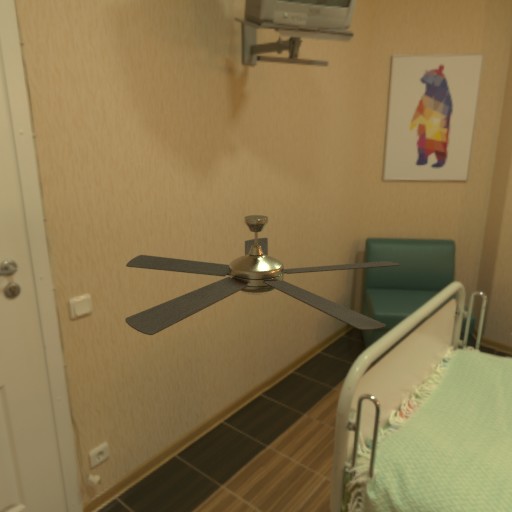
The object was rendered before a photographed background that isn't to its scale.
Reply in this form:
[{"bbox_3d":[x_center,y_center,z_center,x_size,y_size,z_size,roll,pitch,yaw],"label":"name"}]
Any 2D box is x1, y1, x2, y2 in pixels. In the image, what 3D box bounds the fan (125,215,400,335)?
[{"bbox_3d":[0.000,0.000,2.005,1.321,0.356,1.321,3,16,10],"label":"fan"}]
